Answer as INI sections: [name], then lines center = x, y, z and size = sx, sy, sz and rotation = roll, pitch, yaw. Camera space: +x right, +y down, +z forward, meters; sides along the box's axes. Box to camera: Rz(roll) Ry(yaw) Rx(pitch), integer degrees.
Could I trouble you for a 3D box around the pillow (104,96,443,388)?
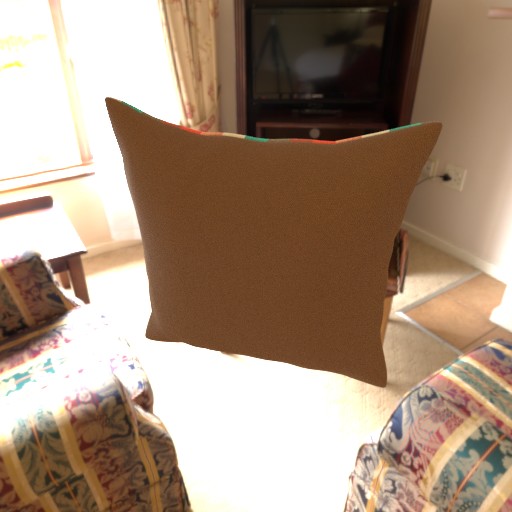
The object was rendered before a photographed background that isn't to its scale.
[pillow]
center = 0.000, 0.000, 0.682
size = 0.453, 0.443, 0.168
rotation = 9, 32, 15
